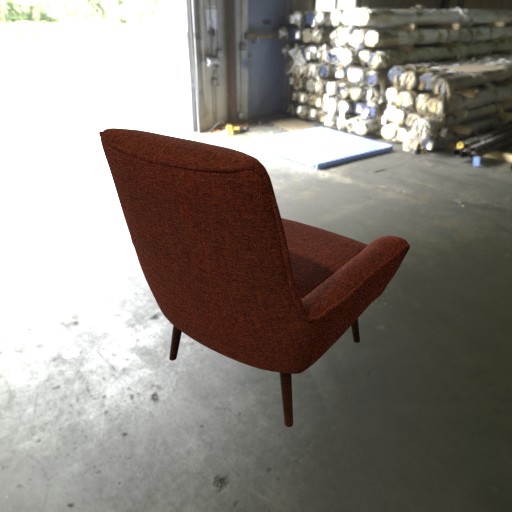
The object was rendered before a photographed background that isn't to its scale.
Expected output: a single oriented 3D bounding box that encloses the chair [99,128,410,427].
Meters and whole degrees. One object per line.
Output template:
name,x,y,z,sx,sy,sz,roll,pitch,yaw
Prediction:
chair,0.000,0.000,1.492,0.803,0.911,0.784,19,34,31
